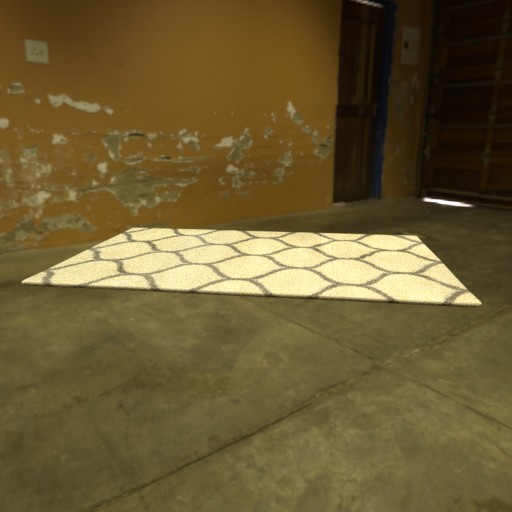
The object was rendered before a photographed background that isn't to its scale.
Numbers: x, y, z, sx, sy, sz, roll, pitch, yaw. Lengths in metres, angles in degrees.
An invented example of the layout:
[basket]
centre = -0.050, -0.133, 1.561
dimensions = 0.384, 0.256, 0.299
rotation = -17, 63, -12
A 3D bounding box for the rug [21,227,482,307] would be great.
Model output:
[rug]
centre = 0.000, 0.000, 2.937
dimensions = 2.348, 0.024, 1.501
rotation = 2, 15, 8
